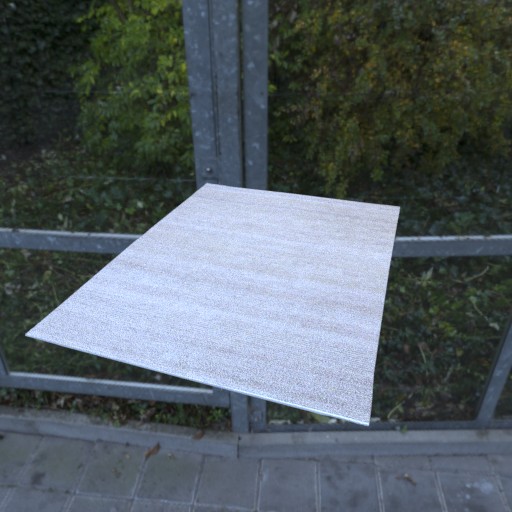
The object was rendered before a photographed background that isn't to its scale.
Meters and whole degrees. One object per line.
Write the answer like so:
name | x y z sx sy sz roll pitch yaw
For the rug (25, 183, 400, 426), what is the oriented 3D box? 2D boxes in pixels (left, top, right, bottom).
rug | 0.000 0.000 4.199 2.467 0.046 3.245 10 32 16
